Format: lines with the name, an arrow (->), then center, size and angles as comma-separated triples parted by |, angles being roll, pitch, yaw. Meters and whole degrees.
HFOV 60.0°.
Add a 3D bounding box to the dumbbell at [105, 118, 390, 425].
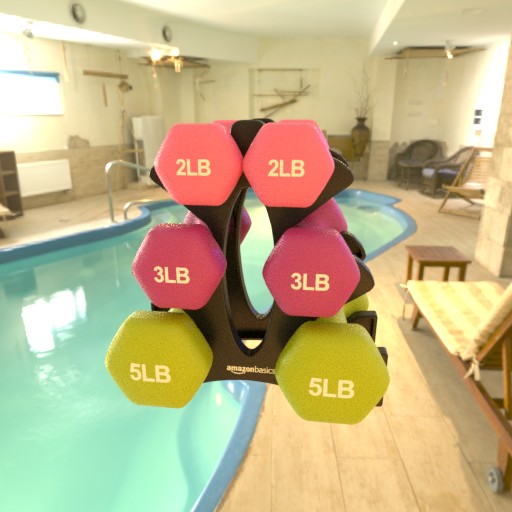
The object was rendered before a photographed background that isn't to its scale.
dumbbell -> 0.000, 0.000, 0.442 | 0.257, 0.261, 0.203 | 3, 18, 8
